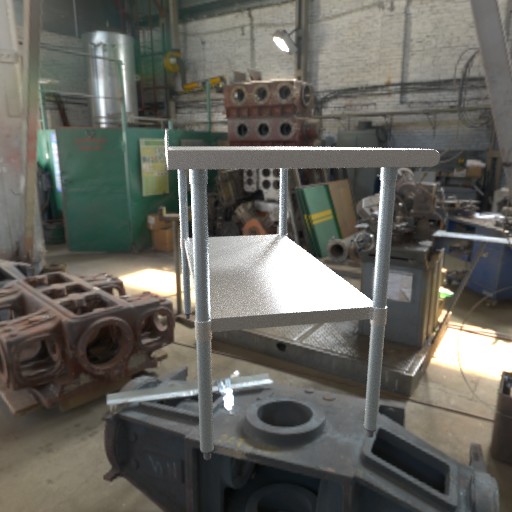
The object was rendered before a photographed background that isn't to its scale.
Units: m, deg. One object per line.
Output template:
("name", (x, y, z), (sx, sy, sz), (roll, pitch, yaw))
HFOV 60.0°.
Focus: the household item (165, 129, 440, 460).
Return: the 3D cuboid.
("household item", (0.000, 0.000, 1.619), (0.610, 0.851, 1.219), (-3, 14, -11))
